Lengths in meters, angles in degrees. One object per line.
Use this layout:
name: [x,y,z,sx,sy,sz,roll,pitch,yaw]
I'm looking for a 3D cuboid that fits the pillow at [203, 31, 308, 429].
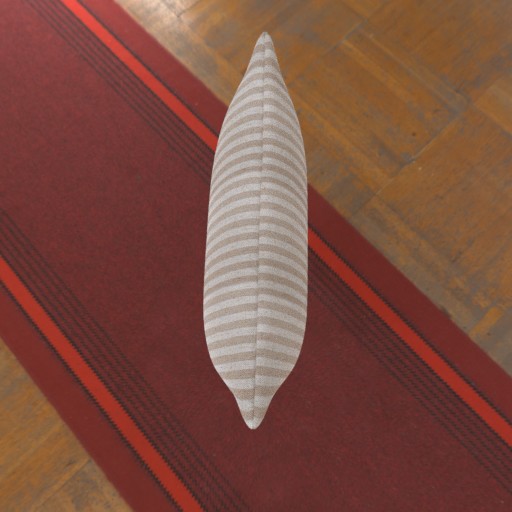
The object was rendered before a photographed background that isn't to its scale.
pillow: [0.000,0.000,0.788,0.166,0.510,0.523,2,75,0]
